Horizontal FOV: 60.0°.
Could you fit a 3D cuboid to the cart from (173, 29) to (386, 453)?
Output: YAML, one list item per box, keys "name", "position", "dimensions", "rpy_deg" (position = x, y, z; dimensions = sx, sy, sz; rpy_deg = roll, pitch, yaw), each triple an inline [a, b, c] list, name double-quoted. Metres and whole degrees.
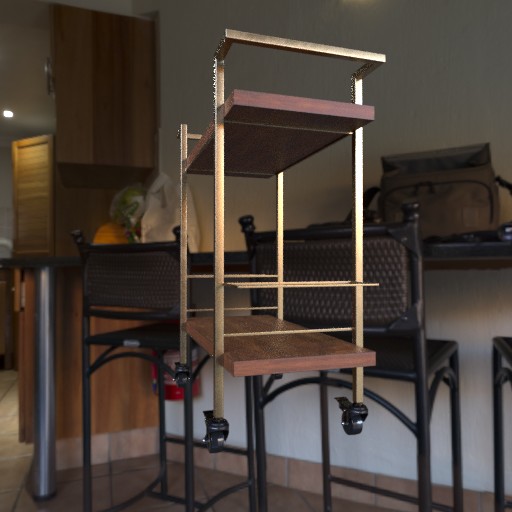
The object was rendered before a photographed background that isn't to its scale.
- name: "cart"
  position: [0.000, 0.000, 1.165]
  dimensions: [0.364, 0.807, 0.695]
  rpy_deg: [0, -1, -17]
